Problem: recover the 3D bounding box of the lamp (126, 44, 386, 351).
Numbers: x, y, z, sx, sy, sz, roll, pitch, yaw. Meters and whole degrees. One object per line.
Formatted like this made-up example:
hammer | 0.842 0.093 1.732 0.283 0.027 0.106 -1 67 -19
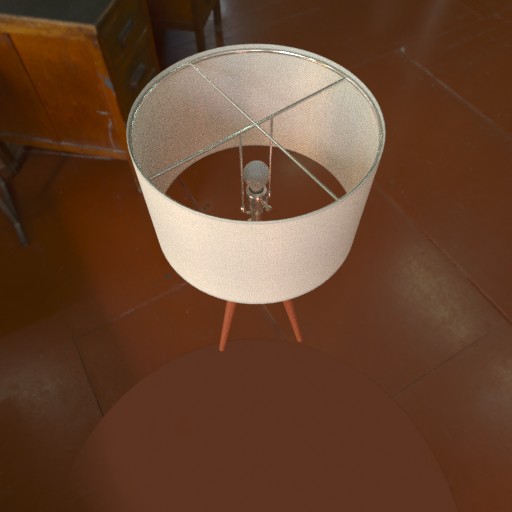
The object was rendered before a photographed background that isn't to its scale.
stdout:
lamp | 0.000 0.000 0.913 0.355 0.709 0.354 3 58 2
